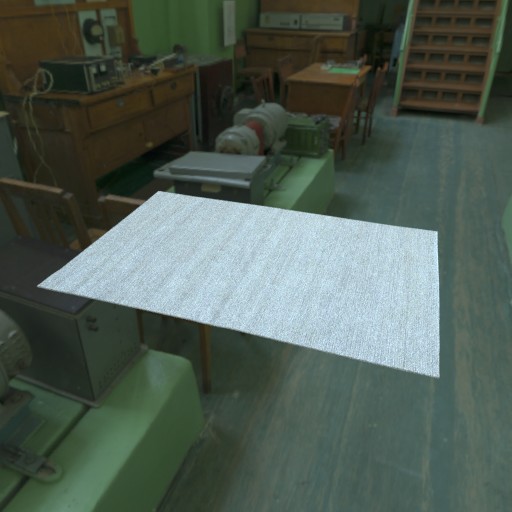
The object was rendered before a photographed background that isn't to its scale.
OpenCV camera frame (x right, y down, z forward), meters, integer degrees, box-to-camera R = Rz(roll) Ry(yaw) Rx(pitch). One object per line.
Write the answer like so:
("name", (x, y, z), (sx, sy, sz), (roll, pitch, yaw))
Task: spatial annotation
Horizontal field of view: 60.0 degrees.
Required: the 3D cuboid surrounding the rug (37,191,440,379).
("rug", (0.000, 0.000, 2.331), (1.820, 0.022, 1.179), (10, 33, 16))
